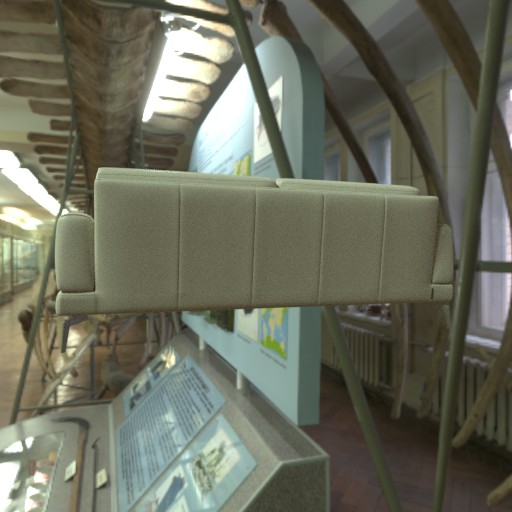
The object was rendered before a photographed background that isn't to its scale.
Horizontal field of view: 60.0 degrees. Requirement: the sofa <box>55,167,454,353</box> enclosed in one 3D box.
[{"bbox_3d":[0.000,0.000,2.419,1.940,0.765,0.974,0,0,-18],"label":"sofa"}]
